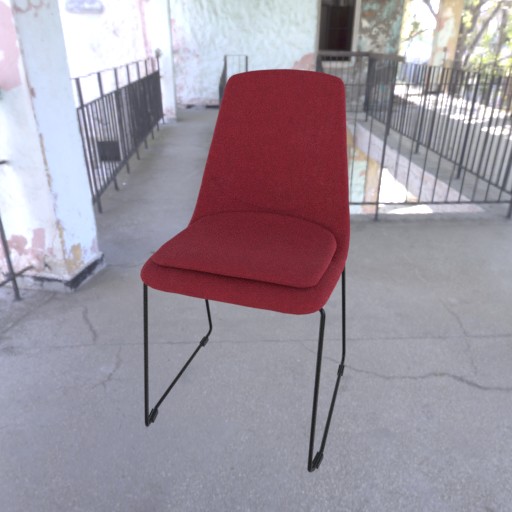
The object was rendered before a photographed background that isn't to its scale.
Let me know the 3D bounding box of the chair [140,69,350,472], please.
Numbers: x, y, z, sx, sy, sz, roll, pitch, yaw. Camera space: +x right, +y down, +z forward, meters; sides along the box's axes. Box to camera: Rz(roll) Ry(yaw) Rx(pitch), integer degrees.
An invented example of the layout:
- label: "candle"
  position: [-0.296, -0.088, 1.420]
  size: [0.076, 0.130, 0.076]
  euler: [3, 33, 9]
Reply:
- label: "chair"
  position: [0.000, 0.000, 1.135]
  size: [0.479, 0.858, 0.518]
  euler: [8, 27, 16]
